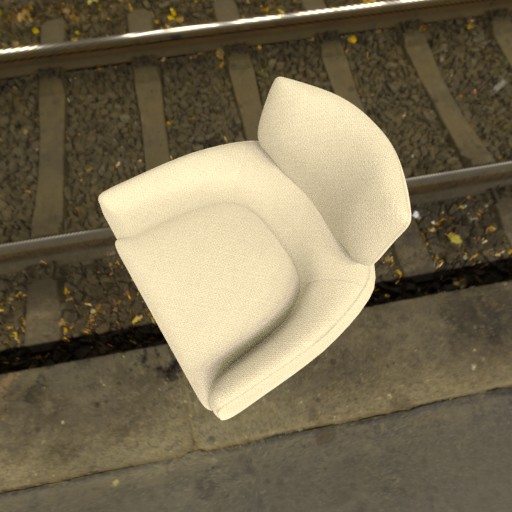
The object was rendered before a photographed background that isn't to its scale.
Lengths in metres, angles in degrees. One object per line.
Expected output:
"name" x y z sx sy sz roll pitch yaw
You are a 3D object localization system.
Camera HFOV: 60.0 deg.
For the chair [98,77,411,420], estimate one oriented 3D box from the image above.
"chair" 0.000 0.000 1.402 0.730 0.810 0.760 -29 67 -14
